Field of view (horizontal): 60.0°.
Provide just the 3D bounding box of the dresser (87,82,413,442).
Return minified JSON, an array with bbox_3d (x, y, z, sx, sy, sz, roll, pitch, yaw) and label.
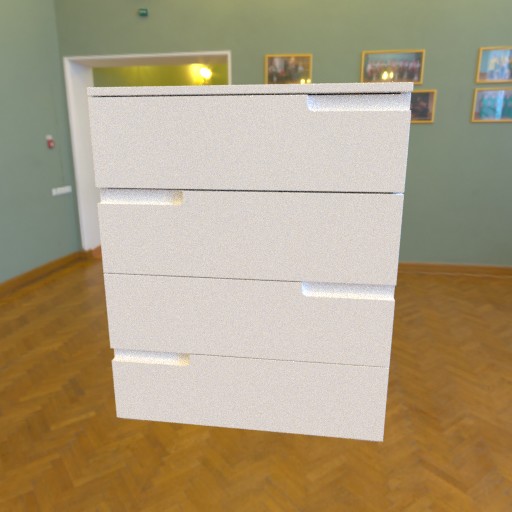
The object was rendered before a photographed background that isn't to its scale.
[{"bbox_3d":[0.000,0.000,1.164,0.650,0.800,0.400,2,15,8],"label":"dresser"}]
